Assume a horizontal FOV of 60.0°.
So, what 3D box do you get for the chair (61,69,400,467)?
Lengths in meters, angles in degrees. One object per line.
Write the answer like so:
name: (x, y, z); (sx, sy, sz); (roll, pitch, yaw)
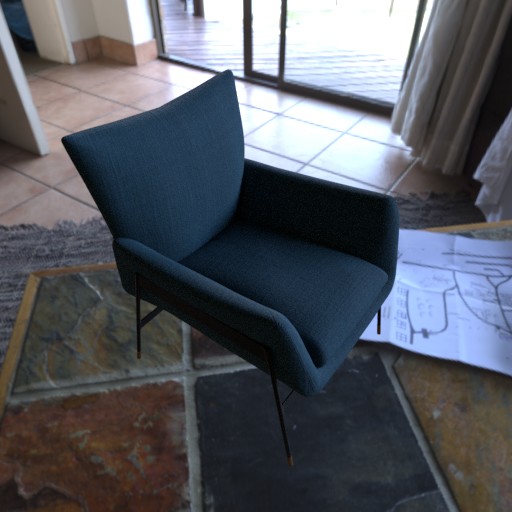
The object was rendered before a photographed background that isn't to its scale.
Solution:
chair: (0.000, 0.000, 1.414); (0.769, 0.859, 0.678); (25, 46, 27)
